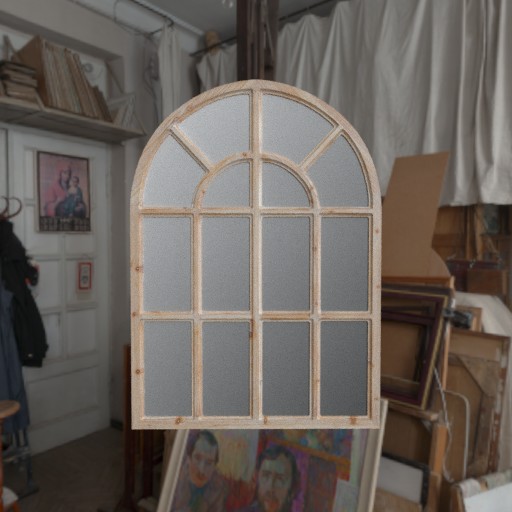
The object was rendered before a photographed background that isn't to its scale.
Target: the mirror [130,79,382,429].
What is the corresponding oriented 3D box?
[{"bbox_3d":[0.000,0.000,1.183,0.660,0.920,0.032,0,2,0],"label":"mirror"}]
